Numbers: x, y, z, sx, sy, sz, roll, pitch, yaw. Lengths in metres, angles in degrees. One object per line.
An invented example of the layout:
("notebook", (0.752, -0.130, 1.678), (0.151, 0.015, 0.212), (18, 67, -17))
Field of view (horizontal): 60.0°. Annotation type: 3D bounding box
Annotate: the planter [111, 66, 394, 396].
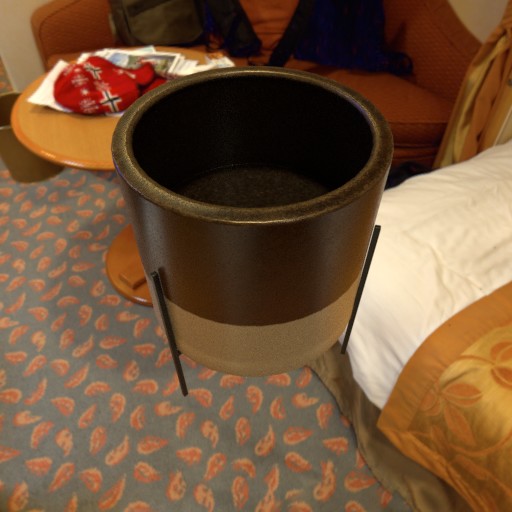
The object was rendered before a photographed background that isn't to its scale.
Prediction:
("planter", (0.000, 0.000, 0.714), (0.354, 0.465, 0.345), (10, 48, 9))
